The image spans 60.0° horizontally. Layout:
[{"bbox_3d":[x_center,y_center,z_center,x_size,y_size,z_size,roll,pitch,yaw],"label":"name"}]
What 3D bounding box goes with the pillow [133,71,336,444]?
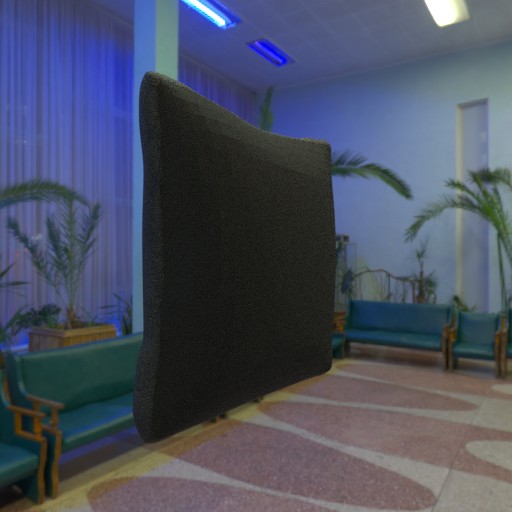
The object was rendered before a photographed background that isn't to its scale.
[{"bbox_3d":[0.000,0.000,0.804,0.210,0.523,0.533,0,-1,37],"label":"pillow"}]
